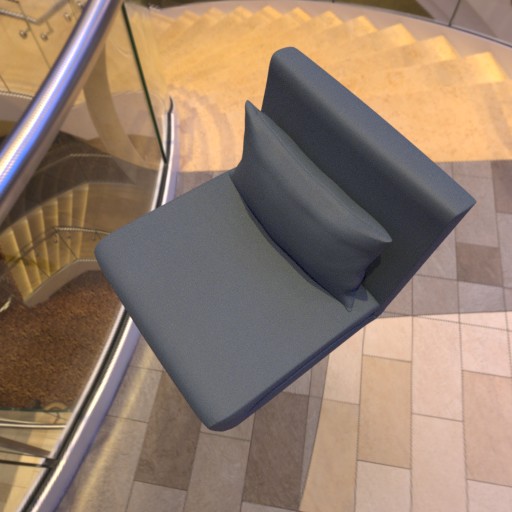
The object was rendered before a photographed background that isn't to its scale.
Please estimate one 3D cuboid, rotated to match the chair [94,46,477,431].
[{"bbox_3d":[0.000,0.000,1.500,0.900,0.808,0.770,-34,67,-16],"label":"chair"}]
